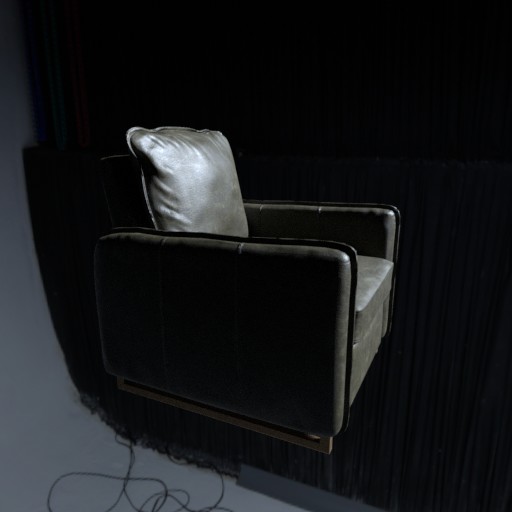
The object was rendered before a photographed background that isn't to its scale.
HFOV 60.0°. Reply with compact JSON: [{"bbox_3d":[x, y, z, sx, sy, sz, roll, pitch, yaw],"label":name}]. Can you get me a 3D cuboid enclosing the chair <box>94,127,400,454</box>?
[{"bbox_3d":[0.000,0.000,1.642,0.921,0.921,0.830,7,17,25],"label":"chair"}]
